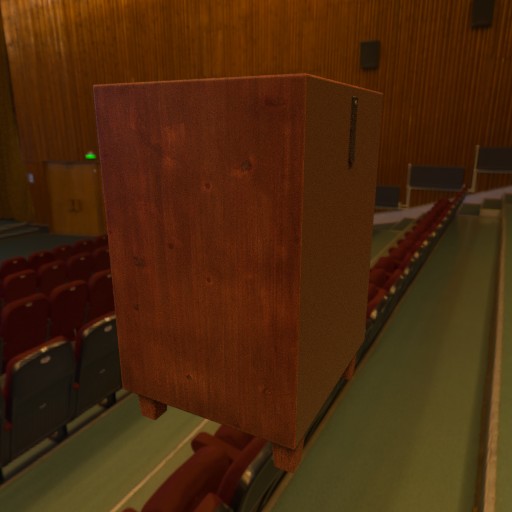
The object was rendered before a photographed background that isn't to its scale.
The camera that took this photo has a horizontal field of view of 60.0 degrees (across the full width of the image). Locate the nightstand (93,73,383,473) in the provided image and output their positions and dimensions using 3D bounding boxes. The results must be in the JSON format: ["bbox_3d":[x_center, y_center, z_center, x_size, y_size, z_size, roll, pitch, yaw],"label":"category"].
[{"bbox_3d":[0.000,0.000,0.986,0.410,0.695,0.465,9,19,27],"label":"nightstand"}]
